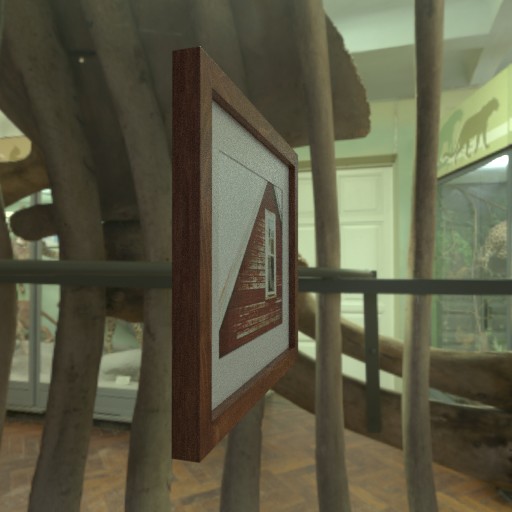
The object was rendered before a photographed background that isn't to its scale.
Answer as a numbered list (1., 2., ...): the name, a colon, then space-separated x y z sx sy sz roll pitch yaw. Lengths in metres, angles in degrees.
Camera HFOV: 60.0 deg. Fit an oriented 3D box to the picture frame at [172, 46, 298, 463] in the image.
1. picture frame: 0.000 0.000 0.537 0.025 0.330 0.381 0 -1 17
